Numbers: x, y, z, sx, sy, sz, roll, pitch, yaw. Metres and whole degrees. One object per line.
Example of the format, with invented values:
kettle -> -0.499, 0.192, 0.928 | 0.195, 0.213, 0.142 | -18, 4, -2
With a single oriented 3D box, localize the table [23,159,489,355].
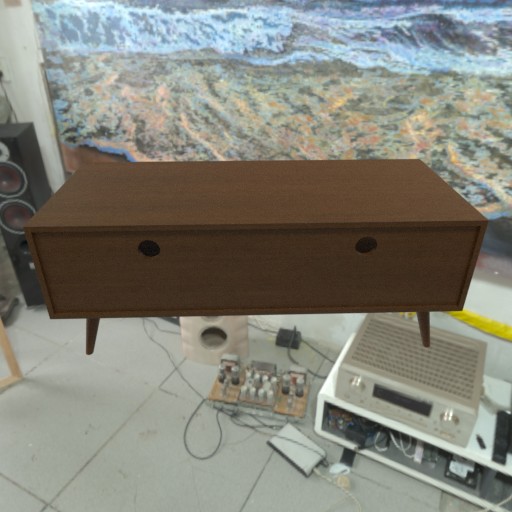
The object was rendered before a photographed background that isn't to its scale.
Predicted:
table -> 0.000, 0.000, 1.392 | 1.119, 0.464, 0.490 | -1, 30, -2
